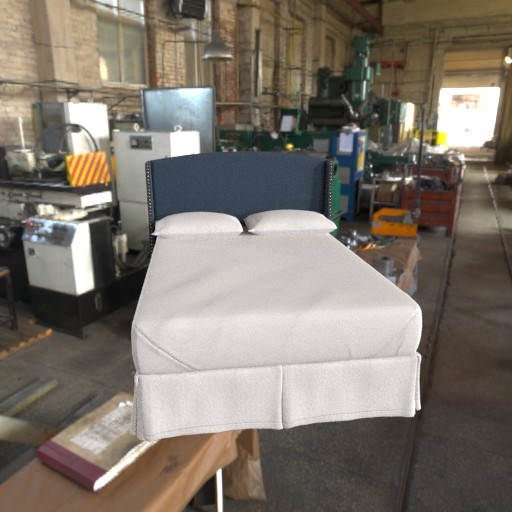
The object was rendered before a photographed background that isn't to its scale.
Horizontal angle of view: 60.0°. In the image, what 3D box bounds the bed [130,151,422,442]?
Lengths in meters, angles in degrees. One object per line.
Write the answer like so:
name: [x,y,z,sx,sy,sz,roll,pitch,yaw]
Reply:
bed: [0.000,0.000,3.306,1.710,1.407,2.237,-2,17,-8]
